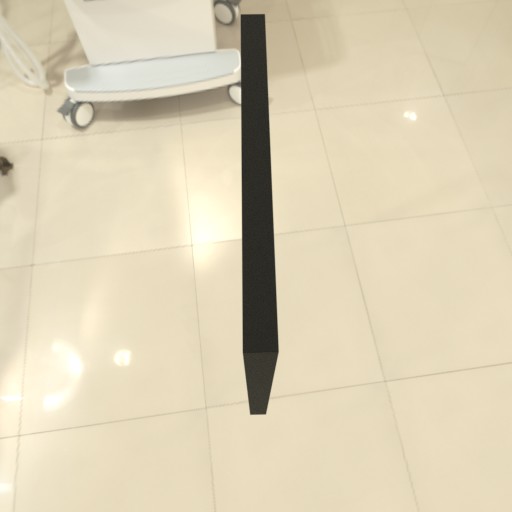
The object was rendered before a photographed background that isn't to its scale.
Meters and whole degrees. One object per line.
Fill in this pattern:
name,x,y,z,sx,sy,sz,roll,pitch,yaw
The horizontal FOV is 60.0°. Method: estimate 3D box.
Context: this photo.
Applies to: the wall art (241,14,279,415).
wall art,0.000,0.000,0.543,0.024,0.404,0.329,-1,65,0
